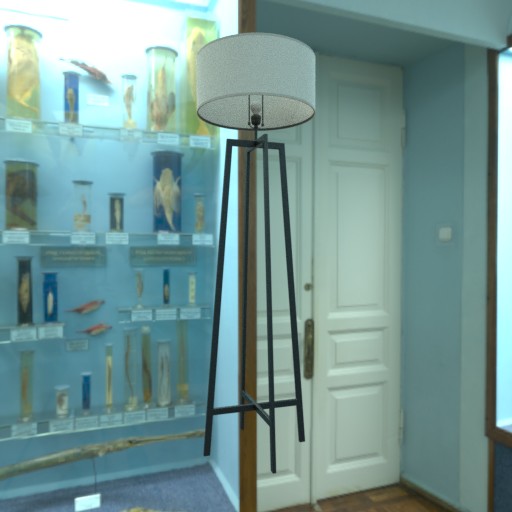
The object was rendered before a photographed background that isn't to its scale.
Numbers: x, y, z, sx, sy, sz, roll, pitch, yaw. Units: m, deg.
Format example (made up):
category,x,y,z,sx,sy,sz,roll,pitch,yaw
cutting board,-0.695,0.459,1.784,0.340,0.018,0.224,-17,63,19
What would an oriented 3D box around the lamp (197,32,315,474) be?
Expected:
category,x,y,z,sx,sy,sz,roll,pitch,yaw
lamp,0.000,0.000,1.731,0.457,1.510,0.456,0,1,-18
